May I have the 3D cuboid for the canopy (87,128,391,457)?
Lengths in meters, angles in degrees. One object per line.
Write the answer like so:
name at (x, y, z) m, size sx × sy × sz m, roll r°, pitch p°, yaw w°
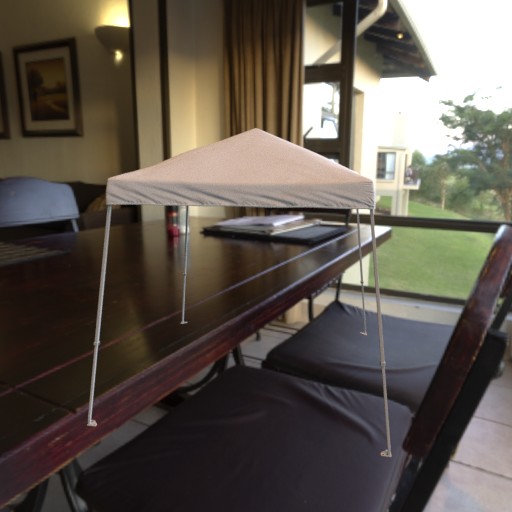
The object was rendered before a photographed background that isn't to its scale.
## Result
canopy at (0.000, 0.000, 5.132) m, size 2.849 × 2.849 × 2.848 m, roll 2°, pitch 12°, yaw 9°
